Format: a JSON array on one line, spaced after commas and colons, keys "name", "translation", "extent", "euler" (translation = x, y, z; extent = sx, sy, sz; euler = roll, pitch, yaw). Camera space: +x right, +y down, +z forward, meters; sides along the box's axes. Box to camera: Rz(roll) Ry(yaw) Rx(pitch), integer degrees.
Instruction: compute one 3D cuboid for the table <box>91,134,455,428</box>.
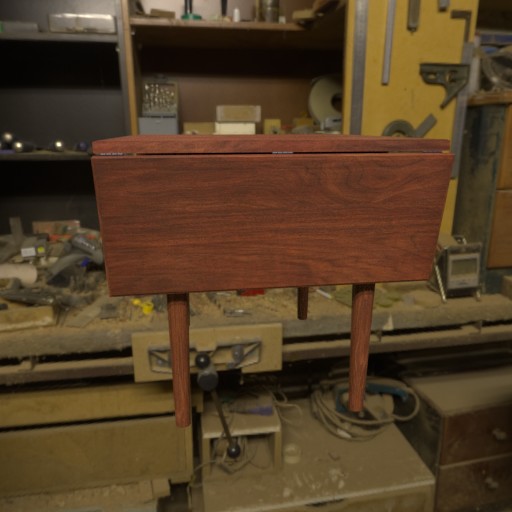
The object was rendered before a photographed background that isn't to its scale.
[{"name": "table", "translation": [0.000, 0.000, 1.465], "extent": [0.812, 0.763, 0.843], "euler": [-2, 16, -8]}]
